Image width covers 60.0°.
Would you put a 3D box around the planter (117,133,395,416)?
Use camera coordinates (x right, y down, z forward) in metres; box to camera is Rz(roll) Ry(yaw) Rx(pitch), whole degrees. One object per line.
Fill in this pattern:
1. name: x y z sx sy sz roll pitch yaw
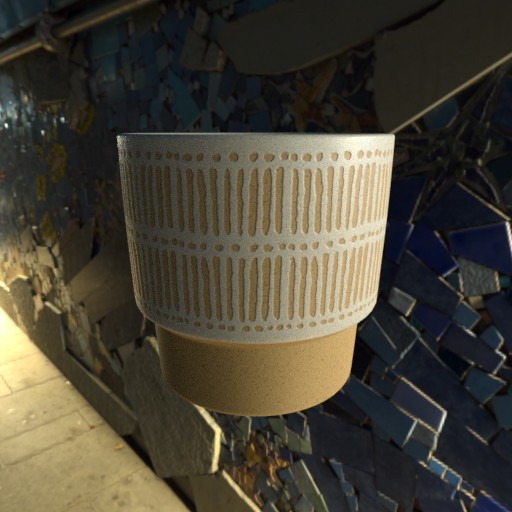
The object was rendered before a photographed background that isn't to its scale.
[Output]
1. planter: 0.000 0.000 0.568 0.317 0.303 0.317 0 16 0
